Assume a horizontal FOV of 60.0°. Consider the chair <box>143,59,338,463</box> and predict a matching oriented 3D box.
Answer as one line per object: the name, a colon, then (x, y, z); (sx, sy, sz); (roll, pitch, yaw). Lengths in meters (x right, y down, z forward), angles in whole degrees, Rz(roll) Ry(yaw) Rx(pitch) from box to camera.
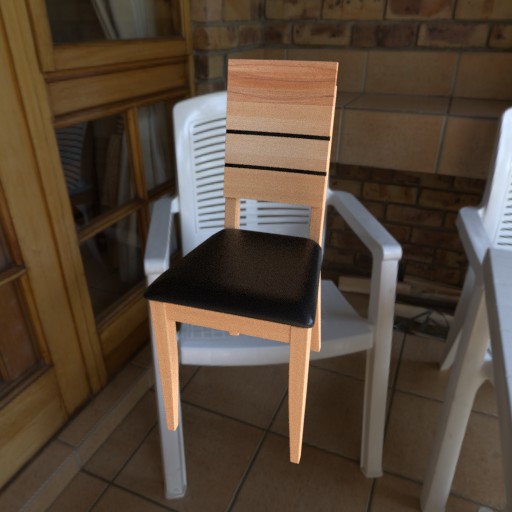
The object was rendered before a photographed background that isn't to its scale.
chair: (0.000, 0.000, 1.205); (0.410, 0.940, 0.520); (8, 29, 15)
